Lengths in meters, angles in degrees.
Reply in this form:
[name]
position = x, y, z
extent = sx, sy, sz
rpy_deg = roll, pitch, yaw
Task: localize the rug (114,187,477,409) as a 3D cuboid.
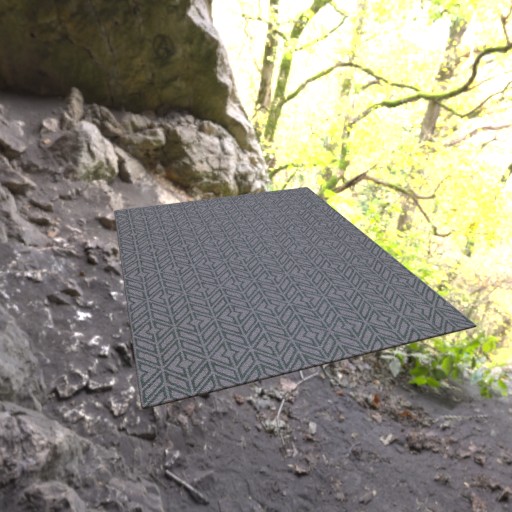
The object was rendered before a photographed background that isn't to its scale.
[rug]
position = 0.000, 0.000, 4.200
extent = 2.441, 0.017, 3.050
rpy_deg = -9, 31, -16
